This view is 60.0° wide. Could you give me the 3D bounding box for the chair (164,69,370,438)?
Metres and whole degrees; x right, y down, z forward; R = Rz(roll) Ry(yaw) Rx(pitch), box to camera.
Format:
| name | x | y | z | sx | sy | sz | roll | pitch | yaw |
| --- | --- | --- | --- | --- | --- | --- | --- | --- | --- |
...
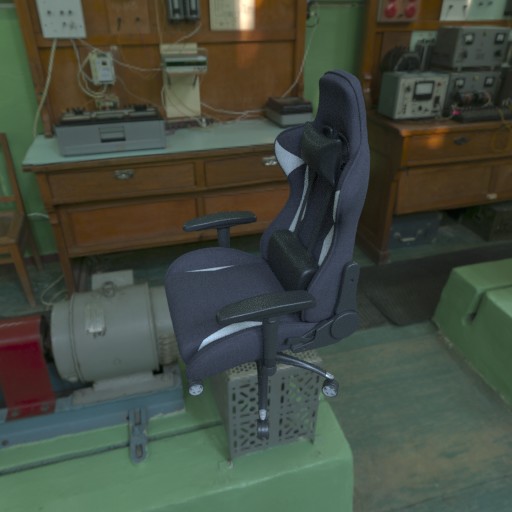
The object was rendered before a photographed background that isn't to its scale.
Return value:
| name | x | y | z | sx | sy | sz | roll | pitch | yaw |
| --- | --- | --- | --- | --- | --- | --- | --- | --- | --- |
| chair | 0.000 | 0.000 | 1.702 | 0.695 | 1.300 | 0.730 | -9 | 32 | -15 |
